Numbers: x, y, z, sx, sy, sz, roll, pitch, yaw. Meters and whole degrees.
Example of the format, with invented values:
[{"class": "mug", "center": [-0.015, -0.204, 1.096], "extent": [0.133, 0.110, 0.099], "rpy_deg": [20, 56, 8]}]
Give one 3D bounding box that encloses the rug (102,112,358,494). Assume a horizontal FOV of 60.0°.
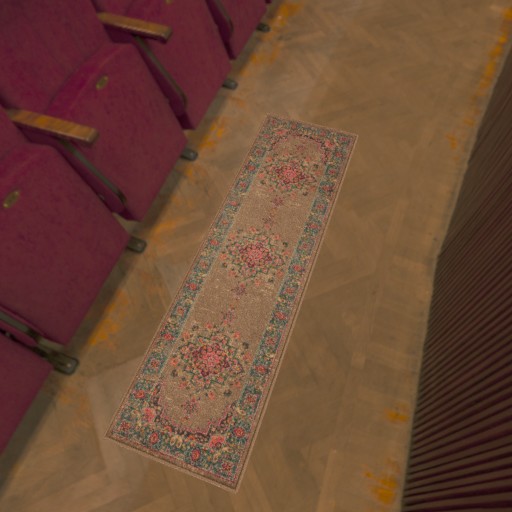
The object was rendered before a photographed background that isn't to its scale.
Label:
[{"class": "rug", "center": [0.000, 0.000, 2.509], "extent": [0.659, 0.019, 2.297], "rpy_deg": [17, 60, 10]}]
